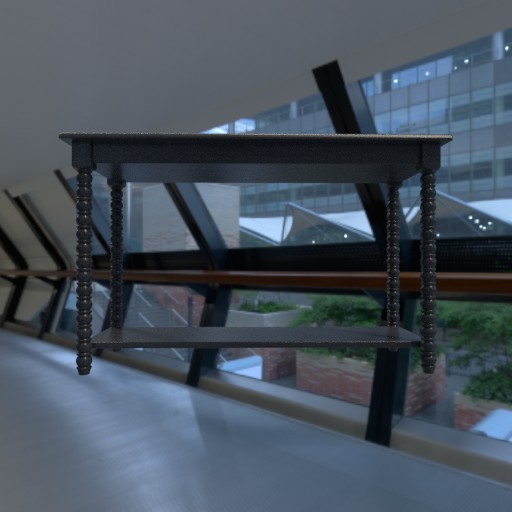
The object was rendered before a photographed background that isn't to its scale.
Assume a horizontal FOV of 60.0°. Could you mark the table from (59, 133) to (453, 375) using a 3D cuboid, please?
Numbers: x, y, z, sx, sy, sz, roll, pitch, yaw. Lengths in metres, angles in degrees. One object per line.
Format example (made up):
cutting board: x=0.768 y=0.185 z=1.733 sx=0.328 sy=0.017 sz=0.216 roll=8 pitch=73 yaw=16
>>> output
table: x=0.000 y=0.000 z=1.548 sx=1.184 sy=0.735 sz=0.459 roll=0 pitch=0 yaw=-1
